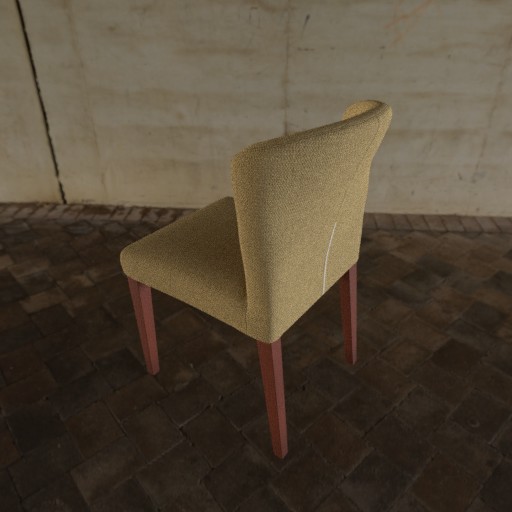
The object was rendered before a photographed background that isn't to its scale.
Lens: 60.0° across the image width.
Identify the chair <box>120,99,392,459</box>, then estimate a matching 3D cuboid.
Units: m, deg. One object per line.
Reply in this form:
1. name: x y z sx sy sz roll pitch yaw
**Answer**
1. chair: 0.000 0.000 1.204 0.589 0.839 0.491 21 37 30
